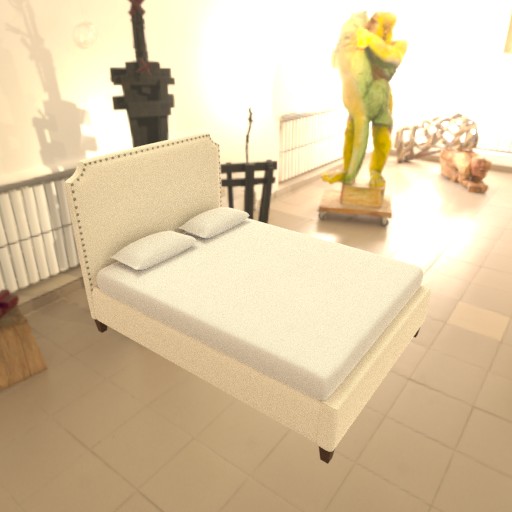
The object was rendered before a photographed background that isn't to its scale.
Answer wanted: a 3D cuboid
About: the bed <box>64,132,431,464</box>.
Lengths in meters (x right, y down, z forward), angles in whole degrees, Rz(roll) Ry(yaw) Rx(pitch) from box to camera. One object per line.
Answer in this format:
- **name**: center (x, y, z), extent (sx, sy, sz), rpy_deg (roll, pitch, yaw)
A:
- **bed**: center (0.000, 0.000, 3.560), extent (2.372, 1.497, 1.712), rpy_deg (18, 32, 32)
